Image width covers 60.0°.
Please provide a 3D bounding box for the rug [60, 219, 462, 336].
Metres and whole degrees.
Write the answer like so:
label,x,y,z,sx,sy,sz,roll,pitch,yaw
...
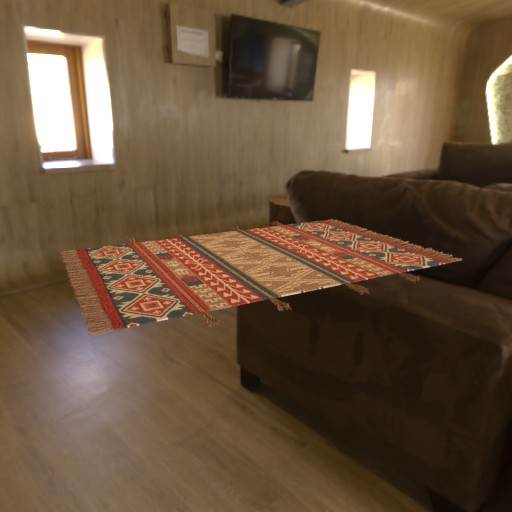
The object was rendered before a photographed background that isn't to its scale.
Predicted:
label,x,y,z,sx,sy,sz,roll,pitch,yaw
rug,0.000,0.000,2.577,2.025,0.040,1.469,-8,19,-26
